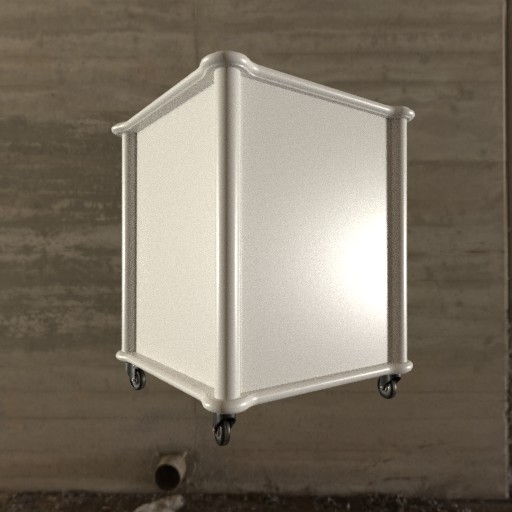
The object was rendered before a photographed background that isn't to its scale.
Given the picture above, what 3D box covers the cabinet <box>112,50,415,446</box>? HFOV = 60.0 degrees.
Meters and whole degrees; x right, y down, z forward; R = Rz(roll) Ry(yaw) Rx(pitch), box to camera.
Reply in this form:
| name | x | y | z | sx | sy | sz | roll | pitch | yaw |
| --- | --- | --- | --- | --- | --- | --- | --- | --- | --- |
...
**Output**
| name | x | y | z | sx | sy | sz | roll | pitch | yaw |
| --- | --- | --- | --- | --- | --- | --- | --- | --- | --- |
| cabinet | 0.000 | 0.000 | 1.228 | 0.628 | 0.761 | 0.627 | 0 | -1 | -35 |
